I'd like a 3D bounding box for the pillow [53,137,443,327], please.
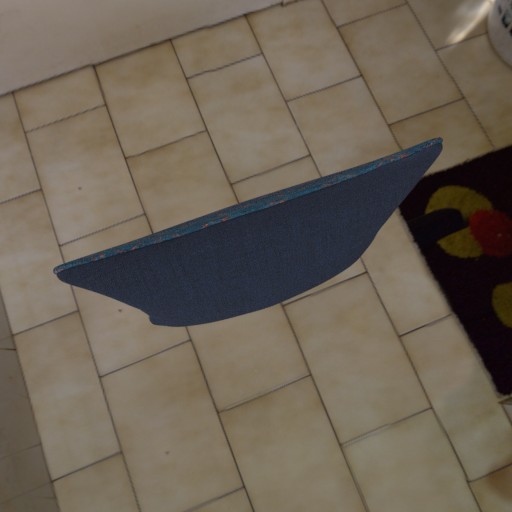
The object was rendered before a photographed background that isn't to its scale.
[{"bbox_3d":[0.000,0.000,0.659,0.431,0.431,0.141,-19,76,-5],"label":"pillow"}]
